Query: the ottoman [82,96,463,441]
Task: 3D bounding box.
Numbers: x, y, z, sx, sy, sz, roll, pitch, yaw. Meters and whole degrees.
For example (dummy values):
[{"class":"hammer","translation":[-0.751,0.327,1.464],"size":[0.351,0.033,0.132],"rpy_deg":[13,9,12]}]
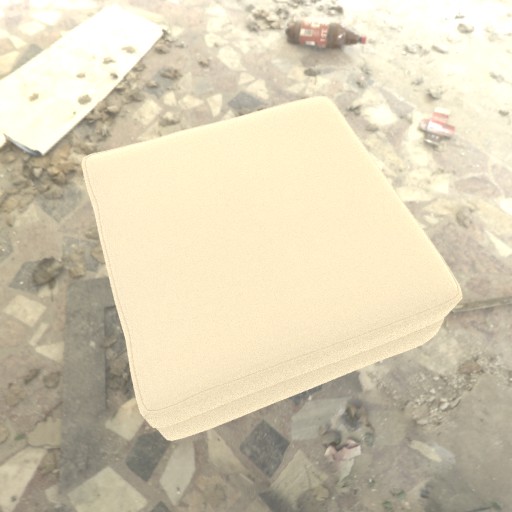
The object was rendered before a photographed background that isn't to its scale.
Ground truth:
[{"class":"ottoman","translation":[0.000,0.000,1.374],"size":[0.838,0.479,0.838],"rpy_deg":[-18,61,-11]}]
